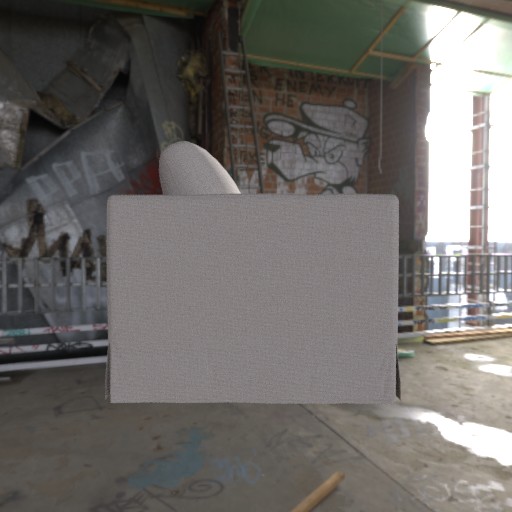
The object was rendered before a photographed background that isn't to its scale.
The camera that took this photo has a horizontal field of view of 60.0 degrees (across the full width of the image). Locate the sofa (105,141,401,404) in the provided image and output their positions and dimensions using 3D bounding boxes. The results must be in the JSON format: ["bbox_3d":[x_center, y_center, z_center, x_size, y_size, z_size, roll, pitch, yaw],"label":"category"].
[{"bbox_3d":[0.000,0.000,2.369,1.009,0.932,1.813,0,2,1],"label":"sofa"}]
